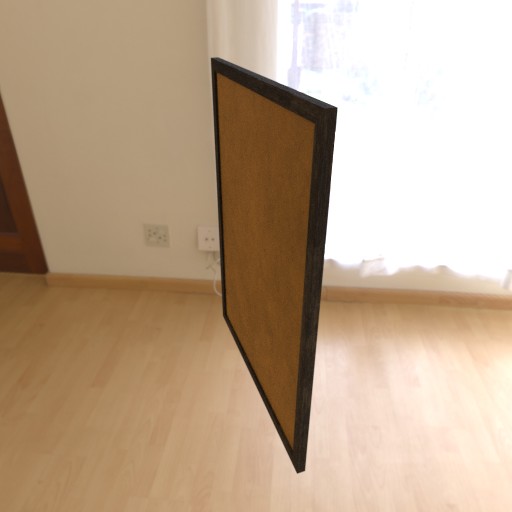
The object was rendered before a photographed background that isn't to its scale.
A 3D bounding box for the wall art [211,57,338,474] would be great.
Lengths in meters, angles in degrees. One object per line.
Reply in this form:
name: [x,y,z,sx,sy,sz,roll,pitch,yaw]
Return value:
wall art: [0.000,0.000,1.399,0.029,1.066,0.812,-10,32,-17]
